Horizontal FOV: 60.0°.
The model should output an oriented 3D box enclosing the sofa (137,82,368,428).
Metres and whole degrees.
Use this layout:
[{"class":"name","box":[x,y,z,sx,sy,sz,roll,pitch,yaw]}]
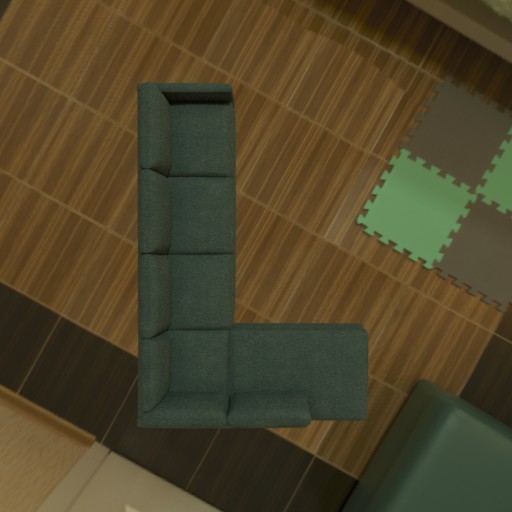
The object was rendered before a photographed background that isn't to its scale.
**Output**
[{"class":"sofa","box":[0.000,0.000,3.913,2.007,0.815,2.949,0,90,0]}]
